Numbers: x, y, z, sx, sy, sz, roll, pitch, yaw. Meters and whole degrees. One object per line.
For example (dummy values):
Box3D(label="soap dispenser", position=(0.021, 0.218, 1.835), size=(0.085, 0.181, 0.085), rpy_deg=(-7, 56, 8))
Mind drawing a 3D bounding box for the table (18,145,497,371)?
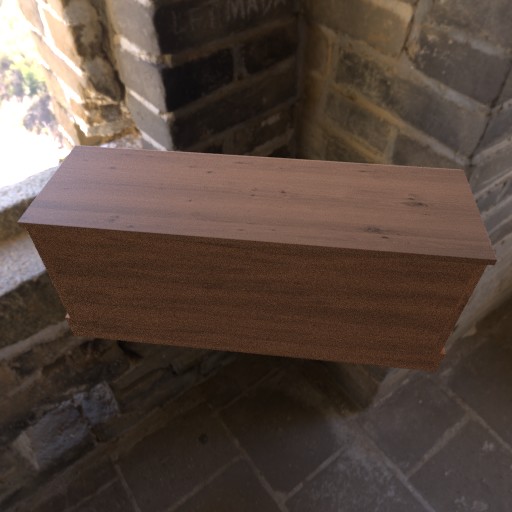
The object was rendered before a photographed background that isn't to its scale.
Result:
Box3D(label="table", position=(0.000, 0.000, 1.422), size=(1.200, 0.510, 0.400), rpy_deg=(5, 45, 5))
